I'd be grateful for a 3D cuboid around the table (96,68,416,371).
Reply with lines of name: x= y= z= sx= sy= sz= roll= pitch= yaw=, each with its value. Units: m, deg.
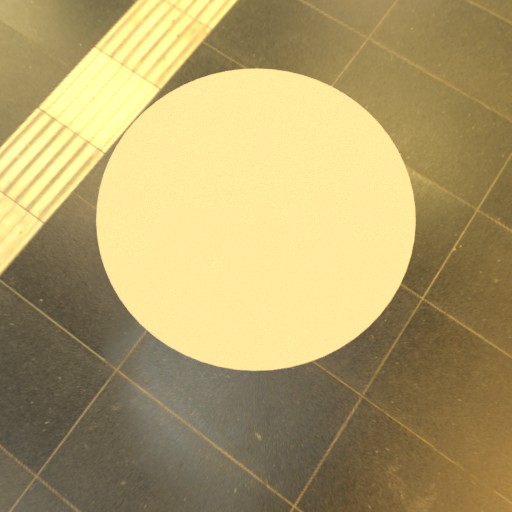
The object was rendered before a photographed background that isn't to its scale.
table: x=0.000 y=0.000 z=0.840 sx=0.418 sy=0.532 sz=0.418 roll=15 pitch=76 yaw=4
